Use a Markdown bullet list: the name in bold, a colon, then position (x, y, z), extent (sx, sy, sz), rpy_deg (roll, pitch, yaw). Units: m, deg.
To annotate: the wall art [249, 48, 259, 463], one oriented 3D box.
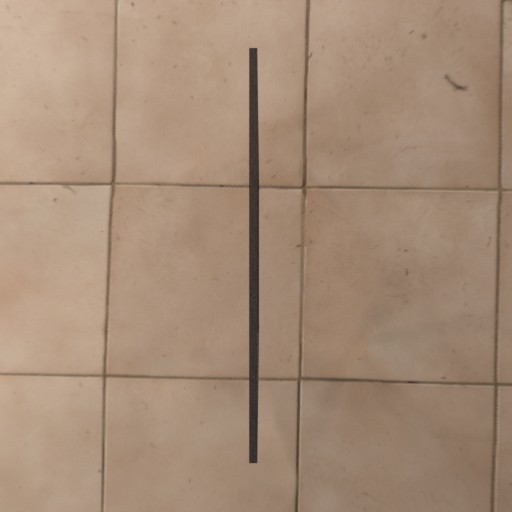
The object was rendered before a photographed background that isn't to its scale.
- **wall art**: position (0.000, 0.000, 1.423), extent (0.016, 1.116, 0.810), rpy_deg (0, 90, 1)
